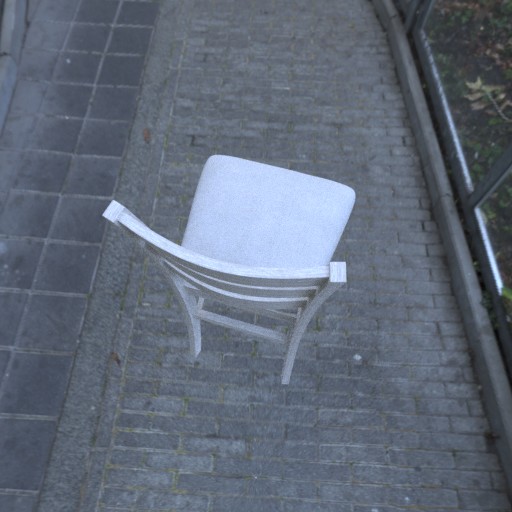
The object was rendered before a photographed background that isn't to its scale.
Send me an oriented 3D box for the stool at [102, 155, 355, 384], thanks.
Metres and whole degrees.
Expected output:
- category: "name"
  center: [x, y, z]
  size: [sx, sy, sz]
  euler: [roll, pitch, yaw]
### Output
- category: "stool"
  center: [0.000, 0.000, 1.328]
  size: [0.484, 1.032, 0.569]
  euler: [15, 64, 7]
